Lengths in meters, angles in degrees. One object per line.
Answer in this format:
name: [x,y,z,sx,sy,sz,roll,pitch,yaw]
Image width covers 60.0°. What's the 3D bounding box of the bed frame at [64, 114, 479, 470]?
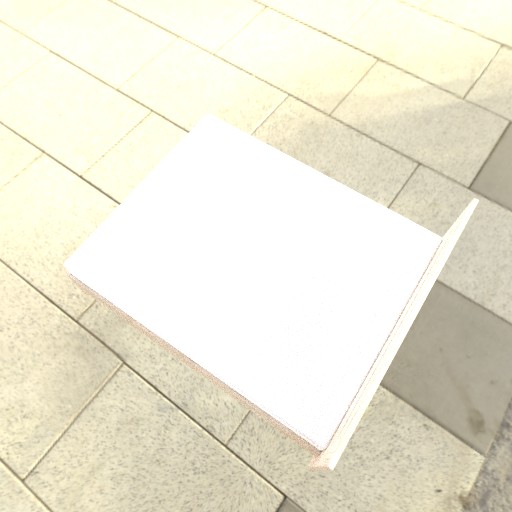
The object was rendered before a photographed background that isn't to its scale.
bed frame: [0.000,0.000,3.049,2.080,0.900,1.800,31,68,14]
